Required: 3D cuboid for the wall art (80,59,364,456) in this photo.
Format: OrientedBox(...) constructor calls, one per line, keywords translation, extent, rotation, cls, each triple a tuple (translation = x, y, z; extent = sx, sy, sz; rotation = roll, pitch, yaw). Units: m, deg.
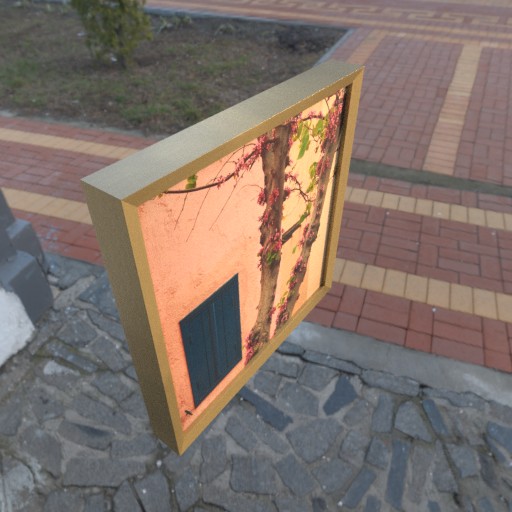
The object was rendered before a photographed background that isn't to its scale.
OrientedBox(translation=(0.000, 0.000, 0.451), extent=(0.038, 0.305, 0.304), rotation=(26, 46, 28), cls="wall art")
